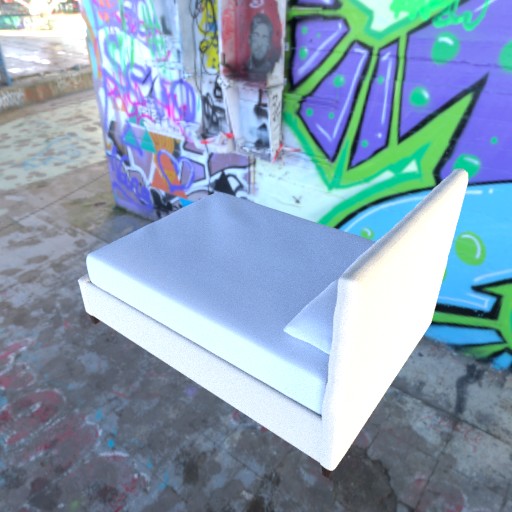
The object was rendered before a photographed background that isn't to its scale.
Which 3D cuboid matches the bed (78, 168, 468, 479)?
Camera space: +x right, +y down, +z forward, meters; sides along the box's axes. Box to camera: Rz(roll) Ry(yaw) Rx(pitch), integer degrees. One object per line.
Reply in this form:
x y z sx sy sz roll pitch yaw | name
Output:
0.000 0.000 3.402 2.387 1.427 1.698 22 38 31 | bed
